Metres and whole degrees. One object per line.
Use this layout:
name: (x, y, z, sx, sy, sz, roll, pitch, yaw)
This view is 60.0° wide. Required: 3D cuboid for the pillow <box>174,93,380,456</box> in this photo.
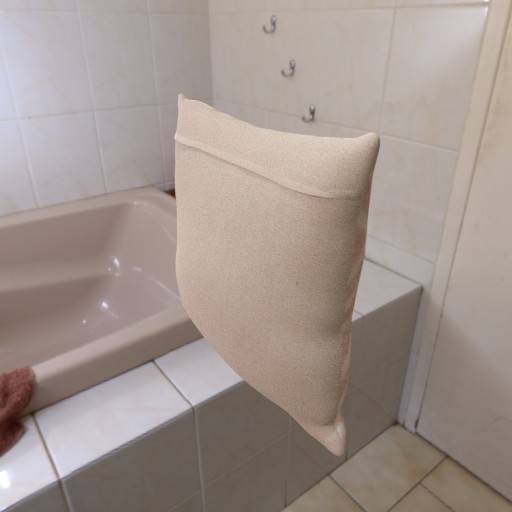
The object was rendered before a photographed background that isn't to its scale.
pillow: (0.000, 0.000, 0.678, 0.182, 0.441, 0.440, -18, 32, -31)
